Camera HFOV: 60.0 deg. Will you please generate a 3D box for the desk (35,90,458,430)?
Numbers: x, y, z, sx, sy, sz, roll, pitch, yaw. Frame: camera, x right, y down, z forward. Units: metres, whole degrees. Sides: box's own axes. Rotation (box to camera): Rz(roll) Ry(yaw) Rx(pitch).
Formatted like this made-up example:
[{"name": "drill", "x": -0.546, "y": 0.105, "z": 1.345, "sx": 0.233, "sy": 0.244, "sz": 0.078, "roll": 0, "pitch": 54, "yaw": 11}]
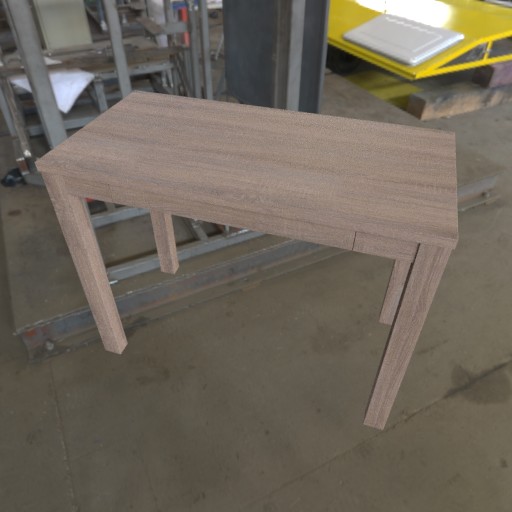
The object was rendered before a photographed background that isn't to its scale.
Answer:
[{"name": "desk", "x": 0.000, "y": 0.000, "z": 1.409, "sx": 0.991, "sy": 0.762, "sz": 0.495, "roll": 12, "pitch": 43, "yaw": 13}]
